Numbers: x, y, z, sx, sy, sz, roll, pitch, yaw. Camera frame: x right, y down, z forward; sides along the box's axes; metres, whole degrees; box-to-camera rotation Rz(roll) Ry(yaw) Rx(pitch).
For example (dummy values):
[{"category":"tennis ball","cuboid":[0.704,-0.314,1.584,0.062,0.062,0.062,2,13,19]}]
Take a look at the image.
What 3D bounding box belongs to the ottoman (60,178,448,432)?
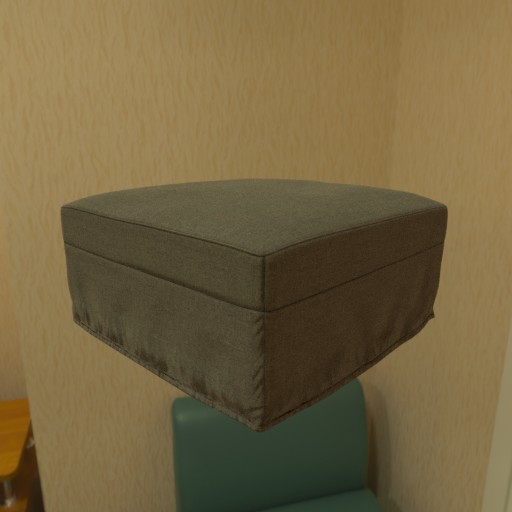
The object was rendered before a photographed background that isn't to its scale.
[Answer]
[{"category":"ottoman","cuboid":[0.000,0.000,1.345,0.843,0.436,0.840,14,20,42]}]
